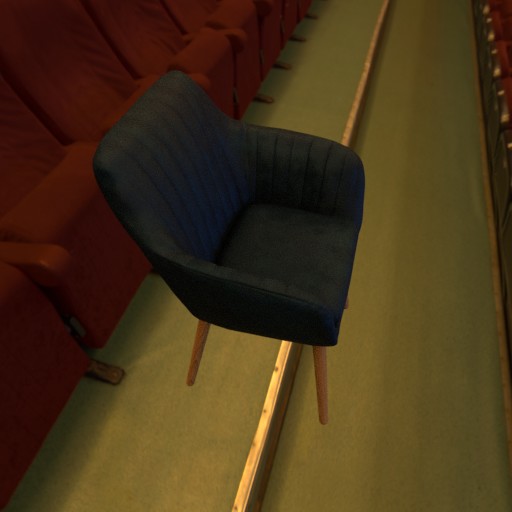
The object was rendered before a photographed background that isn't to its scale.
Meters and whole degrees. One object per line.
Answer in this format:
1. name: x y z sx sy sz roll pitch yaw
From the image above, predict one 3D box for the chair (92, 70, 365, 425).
1. chair: 0.000 0.000 1.218 0.573 0.826 0.578 12 48 11
